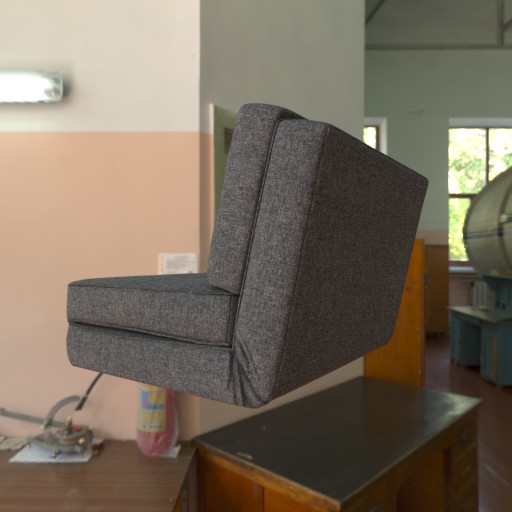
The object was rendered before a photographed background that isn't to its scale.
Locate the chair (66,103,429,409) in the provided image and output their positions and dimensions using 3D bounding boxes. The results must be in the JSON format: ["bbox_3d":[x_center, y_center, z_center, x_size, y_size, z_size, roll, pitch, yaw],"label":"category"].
[{"bbox_3d":[0.000,0.000,1.291,0.800,0.615,0.740,0,0,35],"label":"chair"}]
